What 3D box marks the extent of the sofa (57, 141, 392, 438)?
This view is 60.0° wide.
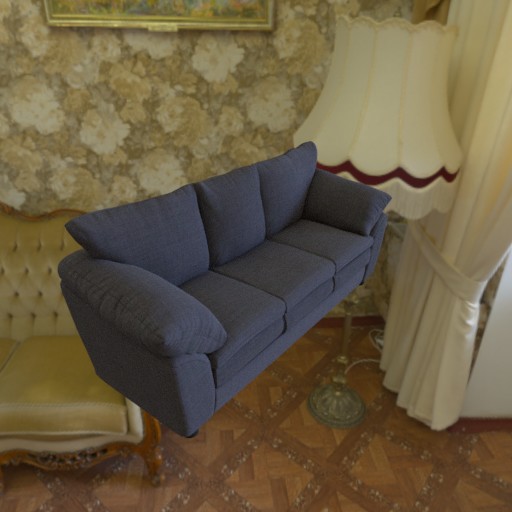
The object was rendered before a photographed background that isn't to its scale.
[{"bbox_3d":[0.000,0.000,2.896,0.883,1.080,2.336,19,33,33],"label":"sofa"}]
